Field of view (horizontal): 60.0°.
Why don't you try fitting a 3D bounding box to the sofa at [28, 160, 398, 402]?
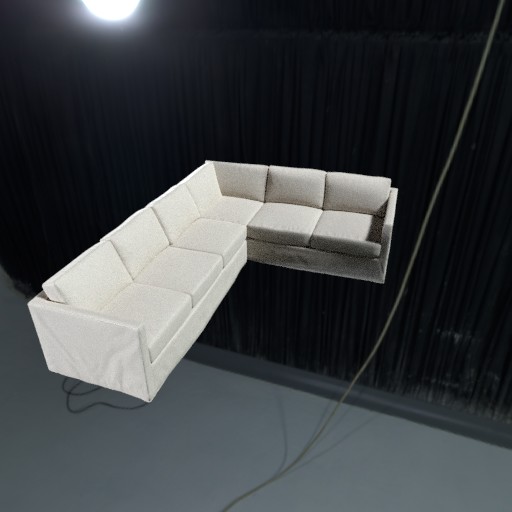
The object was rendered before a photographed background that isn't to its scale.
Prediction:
[{"bbox_3d":[0.000,0.000,4.277,2.432,0.871,3.182,9,31,16],"label":"sofa"}]
